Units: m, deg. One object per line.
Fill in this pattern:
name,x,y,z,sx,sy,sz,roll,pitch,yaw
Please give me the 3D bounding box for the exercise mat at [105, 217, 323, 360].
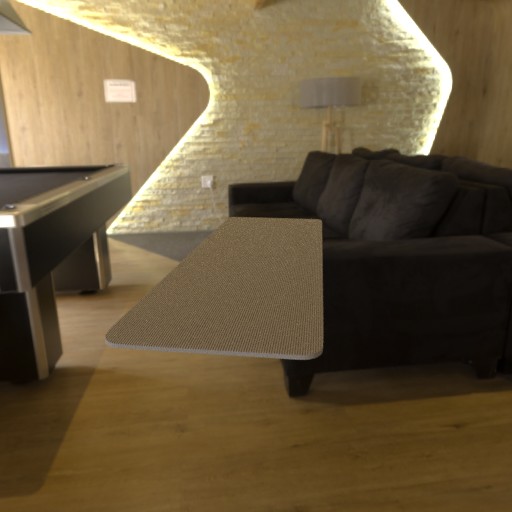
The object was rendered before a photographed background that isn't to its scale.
exercise mat,0.000,0.000,2.074,0.616,0.021,1.884,2,16,8
